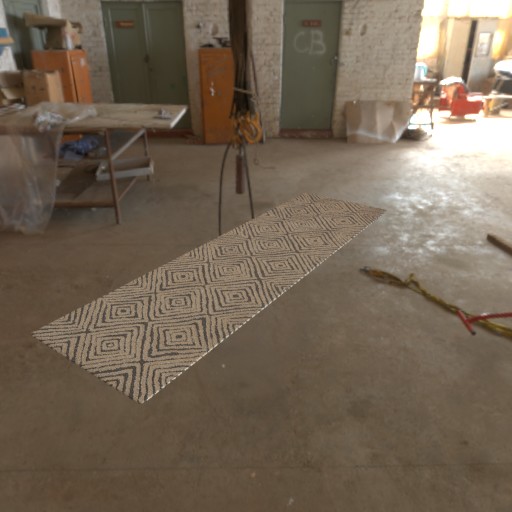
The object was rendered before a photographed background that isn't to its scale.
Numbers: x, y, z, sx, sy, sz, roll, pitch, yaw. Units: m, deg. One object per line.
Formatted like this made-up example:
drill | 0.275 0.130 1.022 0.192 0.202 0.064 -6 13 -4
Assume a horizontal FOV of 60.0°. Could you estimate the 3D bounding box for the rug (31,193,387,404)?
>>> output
rug | 0.000 0.000 2.490 0.676 0.008 2.277 17 31 31
